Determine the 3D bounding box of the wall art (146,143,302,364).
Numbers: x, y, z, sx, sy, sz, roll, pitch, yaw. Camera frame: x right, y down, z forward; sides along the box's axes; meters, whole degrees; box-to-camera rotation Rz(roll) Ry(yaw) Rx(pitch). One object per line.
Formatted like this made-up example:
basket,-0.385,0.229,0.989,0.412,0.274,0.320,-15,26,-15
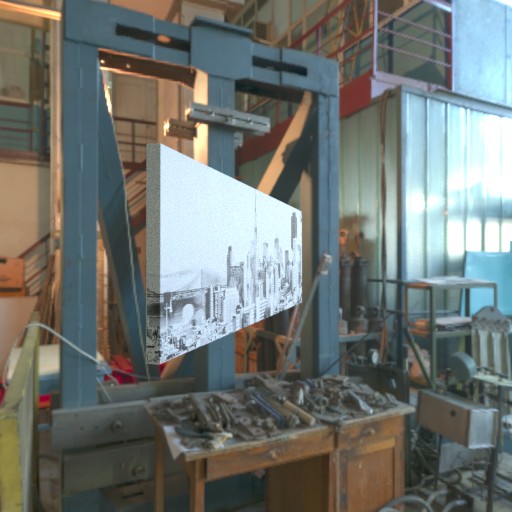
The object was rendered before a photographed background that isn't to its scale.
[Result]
wall art,0.000,0.000,1.741,0.039,0.507,1.520,0,0,18
